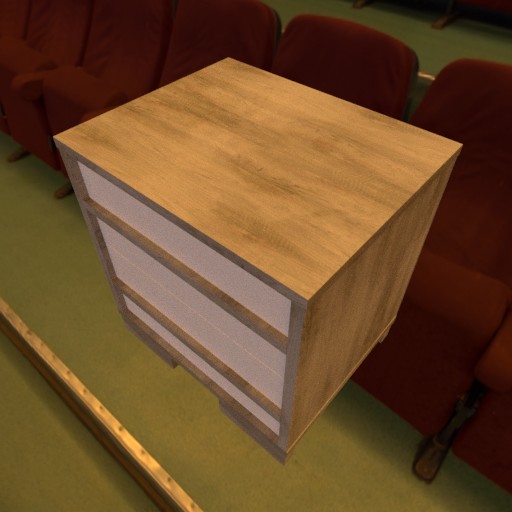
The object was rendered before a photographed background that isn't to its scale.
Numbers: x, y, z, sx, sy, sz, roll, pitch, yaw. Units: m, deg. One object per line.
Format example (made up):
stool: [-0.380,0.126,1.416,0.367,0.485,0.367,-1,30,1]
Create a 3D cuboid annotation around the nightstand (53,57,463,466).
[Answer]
nightstand: [0.000,0.000,0.753,0.427,0.448,0.347,32,54,27]
